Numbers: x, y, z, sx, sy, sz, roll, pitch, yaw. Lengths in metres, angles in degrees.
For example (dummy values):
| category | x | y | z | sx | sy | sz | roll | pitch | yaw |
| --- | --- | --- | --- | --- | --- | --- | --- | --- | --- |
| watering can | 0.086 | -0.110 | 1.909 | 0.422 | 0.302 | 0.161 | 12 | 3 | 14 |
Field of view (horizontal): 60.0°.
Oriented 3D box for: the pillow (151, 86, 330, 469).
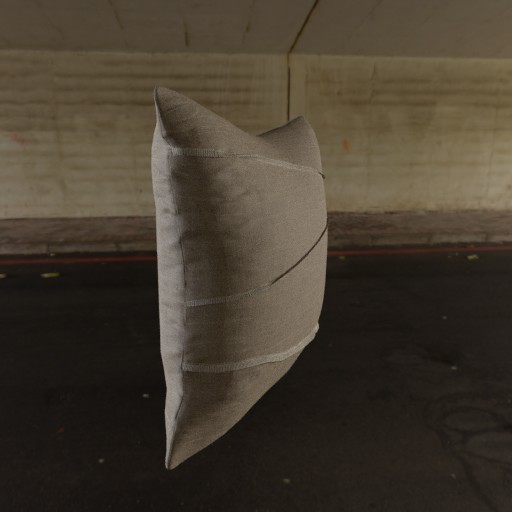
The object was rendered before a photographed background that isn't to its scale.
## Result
| category | x | y | z | sx | sy | sz | roll | pitch | yaw |
| --- | --- | --- | --- | --- | --- | --- | --- | --- | --- |
| pillow | 0.000 | 0.000 | 0.619 | 0.169 | 0.400 | 0.424 | 6 | 15 | 25 |
